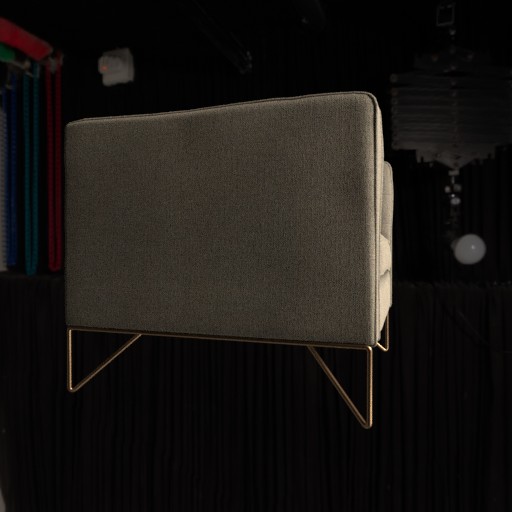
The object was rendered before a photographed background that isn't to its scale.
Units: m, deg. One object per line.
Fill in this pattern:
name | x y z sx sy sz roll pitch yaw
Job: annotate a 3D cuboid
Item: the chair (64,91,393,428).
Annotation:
chair | 0.000 0.000 1.579 0.912 0.799 0.920 0 0 19
